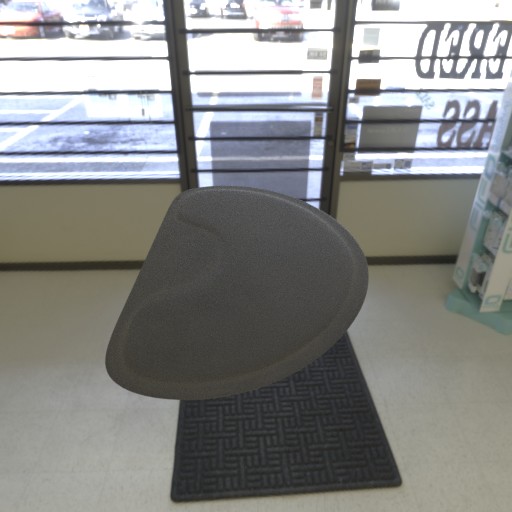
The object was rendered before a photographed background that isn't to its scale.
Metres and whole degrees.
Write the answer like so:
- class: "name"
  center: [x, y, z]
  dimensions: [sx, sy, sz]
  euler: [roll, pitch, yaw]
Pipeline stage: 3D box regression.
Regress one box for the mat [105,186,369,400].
- class: "mat"
  center: [0.000, 0.000, 1.855]
  dimensions: [0.913, 0.013, 1.524]
  euler: [1, 31, 1]
